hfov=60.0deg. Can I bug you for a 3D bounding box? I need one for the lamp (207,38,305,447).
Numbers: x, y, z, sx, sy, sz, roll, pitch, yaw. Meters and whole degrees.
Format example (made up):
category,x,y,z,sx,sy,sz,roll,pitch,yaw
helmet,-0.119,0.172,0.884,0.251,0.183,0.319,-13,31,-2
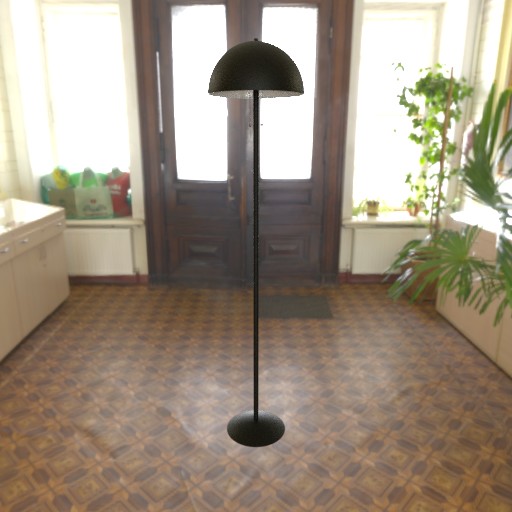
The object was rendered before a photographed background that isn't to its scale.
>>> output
category,x,y,z,sx,sy,sz,roll,pitch,yaw
lamp,0.000,0.000,1.651,0.328,1.480,0.328,14,20,41
